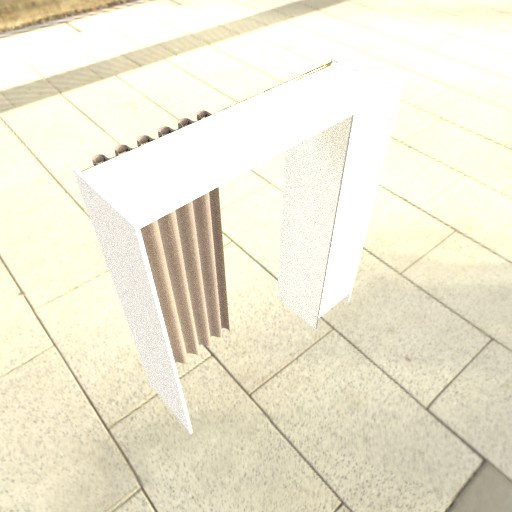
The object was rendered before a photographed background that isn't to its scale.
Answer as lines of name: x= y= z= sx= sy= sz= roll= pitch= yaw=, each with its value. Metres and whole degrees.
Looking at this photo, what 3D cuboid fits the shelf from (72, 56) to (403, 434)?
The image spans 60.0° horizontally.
shelf: x=0.000 y=0.000 z=2.700 sx=1.600 sy=1.820 sz=0.500 roll=-34 pitch=55 yaw=-28
